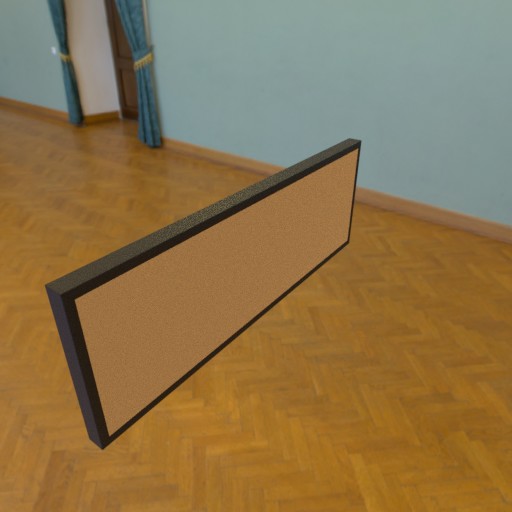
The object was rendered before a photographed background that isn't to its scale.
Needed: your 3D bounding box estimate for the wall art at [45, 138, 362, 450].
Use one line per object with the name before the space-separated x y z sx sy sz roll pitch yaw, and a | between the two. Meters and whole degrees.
wall art | 0.000 0.000 0.935 0.037 0.303 0.860 21 36 31
